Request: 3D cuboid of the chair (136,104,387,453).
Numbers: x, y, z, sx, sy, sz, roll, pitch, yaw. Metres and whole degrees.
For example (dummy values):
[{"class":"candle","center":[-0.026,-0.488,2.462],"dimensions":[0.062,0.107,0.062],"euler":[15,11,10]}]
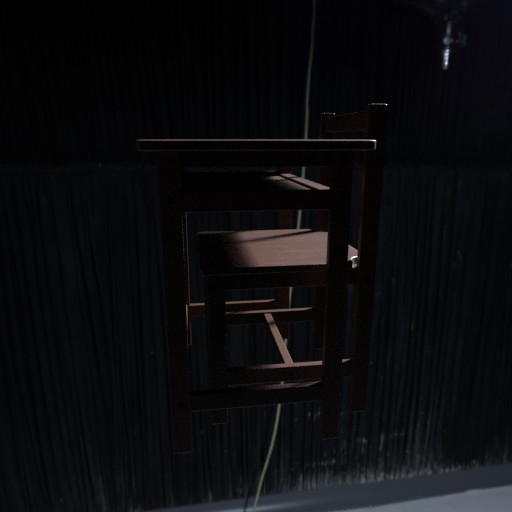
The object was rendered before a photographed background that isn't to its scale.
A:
[{"class":"chair","center":[0.000,0.000,1.064],"dimensions":[0.463,0.673,0.599],"euler":[-2,15,-8]}]
